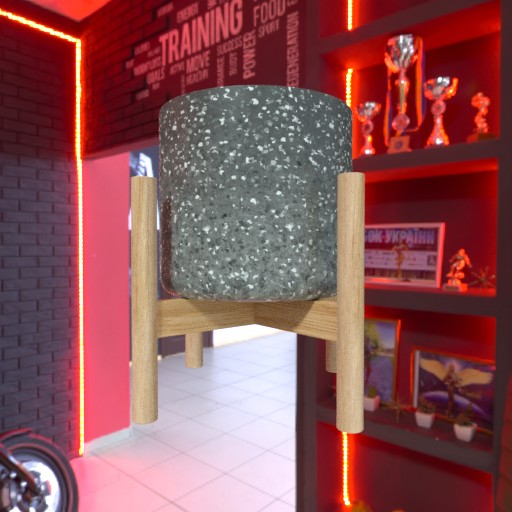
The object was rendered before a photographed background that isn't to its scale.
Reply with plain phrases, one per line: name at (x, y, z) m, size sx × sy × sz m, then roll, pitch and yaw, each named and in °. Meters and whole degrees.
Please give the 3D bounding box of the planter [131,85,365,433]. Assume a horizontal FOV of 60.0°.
planter at (0.000, 0.000, 0.523) m, size 0.284 × 0.320 × 0.284 m, roll 0°, pitch 1°, yaw -16°
